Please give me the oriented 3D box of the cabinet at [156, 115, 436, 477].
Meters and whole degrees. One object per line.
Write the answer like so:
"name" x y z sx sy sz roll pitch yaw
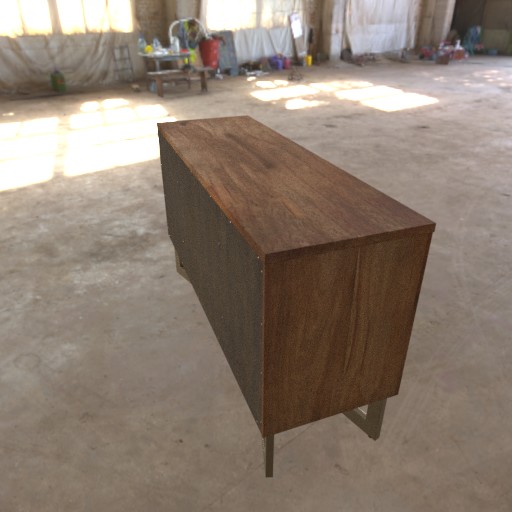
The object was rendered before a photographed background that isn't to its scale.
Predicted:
"cabinet" 0.000 0.000 1.784 0.480 0.812 1.373 -10 31 -18
